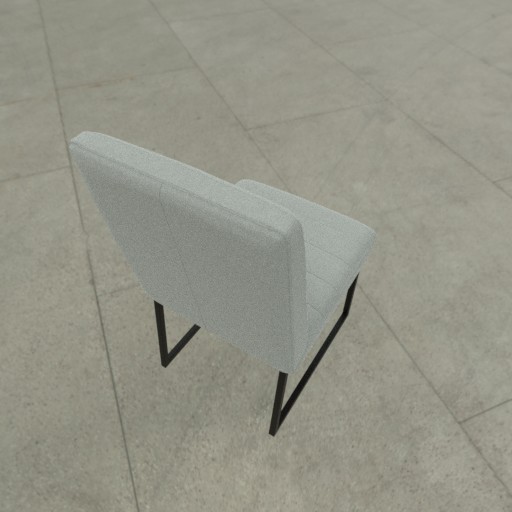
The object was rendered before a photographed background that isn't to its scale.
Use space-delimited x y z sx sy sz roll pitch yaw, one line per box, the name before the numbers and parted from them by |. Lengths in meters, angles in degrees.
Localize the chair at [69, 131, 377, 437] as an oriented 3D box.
chair | 0.000 0.000 1.284 0.520 0.930 0.634 25 51 22
